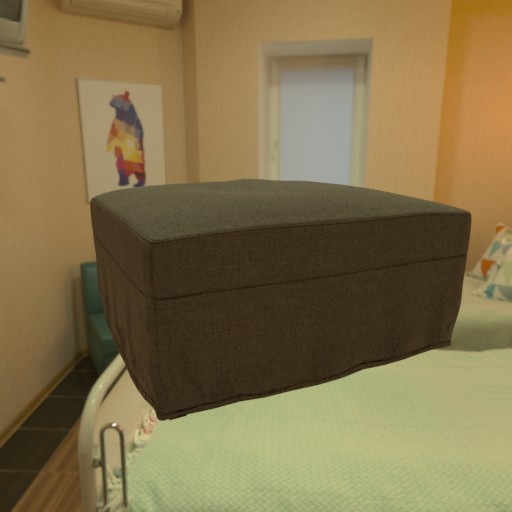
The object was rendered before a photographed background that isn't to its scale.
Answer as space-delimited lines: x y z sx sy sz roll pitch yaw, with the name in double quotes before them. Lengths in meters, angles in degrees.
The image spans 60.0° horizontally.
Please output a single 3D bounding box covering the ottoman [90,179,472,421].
"ottoman" 0.000 0.000 1.326 0.843 0.436 0.840 -7 15 -26
